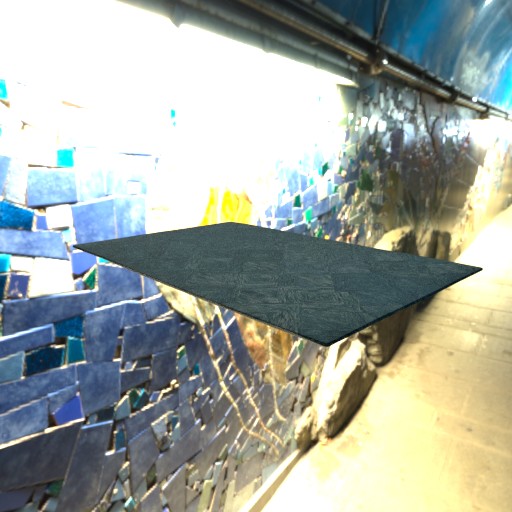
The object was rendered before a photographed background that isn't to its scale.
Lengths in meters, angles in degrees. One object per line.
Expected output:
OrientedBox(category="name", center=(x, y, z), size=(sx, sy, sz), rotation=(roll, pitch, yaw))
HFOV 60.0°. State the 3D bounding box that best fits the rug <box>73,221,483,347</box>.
OrientedBox(category="rug", center=(0.000, 0.000, 2.181), size=(1.136, 0.017, 1.728), rotation=(-13, 19, -42))
